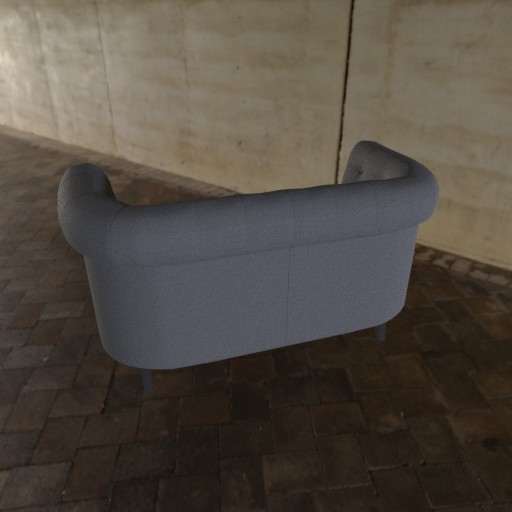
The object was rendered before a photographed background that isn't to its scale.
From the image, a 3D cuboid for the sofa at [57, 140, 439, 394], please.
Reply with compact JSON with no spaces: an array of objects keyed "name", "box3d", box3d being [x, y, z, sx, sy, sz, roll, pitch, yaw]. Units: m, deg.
[{"name":"sofa","box3d":[0.000,0.000,2.000,1.558,0.827,0.835,-9,29,-16]}]
